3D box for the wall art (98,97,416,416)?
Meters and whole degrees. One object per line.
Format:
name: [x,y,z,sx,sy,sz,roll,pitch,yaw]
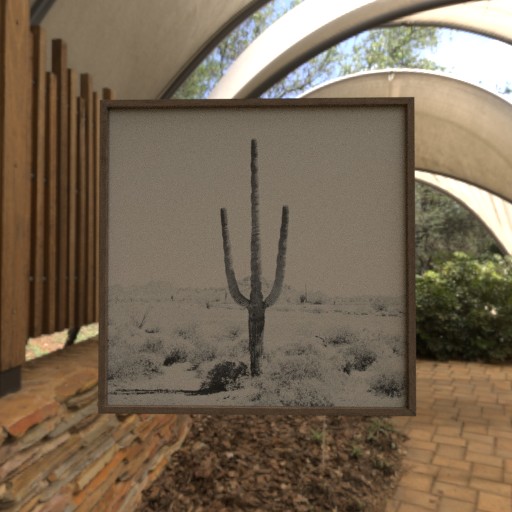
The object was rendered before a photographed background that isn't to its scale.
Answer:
wall art: [0.000,0.000,0.730,0.508,0.508,0.038,0,-1,1]
